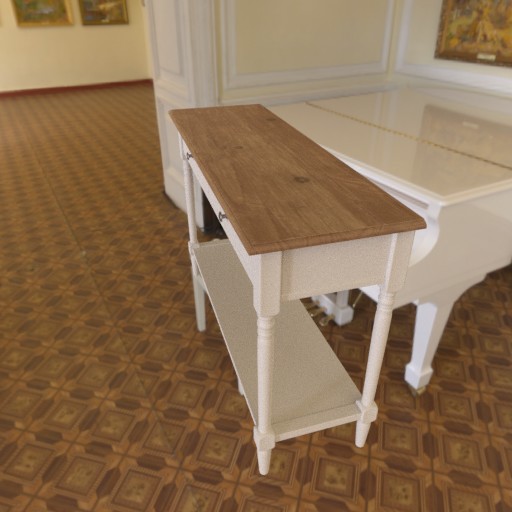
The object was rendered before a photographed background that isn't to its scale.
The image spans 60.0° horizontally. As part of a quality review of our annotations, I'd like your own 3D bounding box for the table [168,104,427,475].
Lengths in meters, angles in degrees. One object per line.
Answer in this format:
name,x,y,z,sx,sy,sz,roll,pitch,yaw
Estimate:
table,0.000,0.000,1.603,0.399,0.800,1.219,-9,32,-14
